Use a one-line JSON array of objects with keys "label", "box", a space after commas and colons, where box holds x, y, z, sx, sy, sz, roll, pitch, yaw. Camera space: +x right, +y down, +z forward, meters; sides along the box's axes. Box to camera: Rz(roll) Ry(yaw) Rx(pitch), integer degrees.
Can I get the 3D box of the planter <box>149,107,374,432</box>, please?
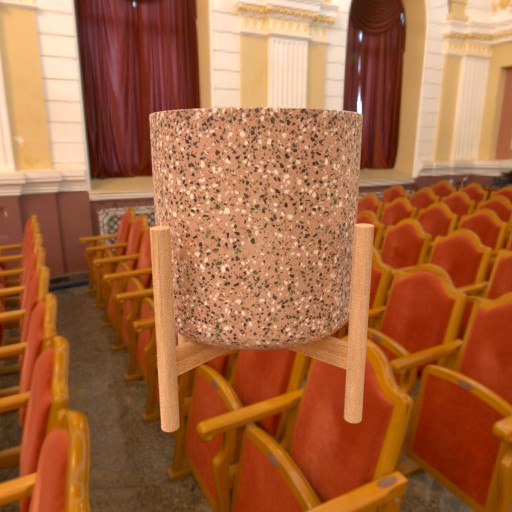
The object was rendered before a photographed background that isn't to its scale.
[{"label": "planter", "box": [0.000, 0.000, 0.696, 0.360, 0.419, 0.360, -7, 15, -26]}]
